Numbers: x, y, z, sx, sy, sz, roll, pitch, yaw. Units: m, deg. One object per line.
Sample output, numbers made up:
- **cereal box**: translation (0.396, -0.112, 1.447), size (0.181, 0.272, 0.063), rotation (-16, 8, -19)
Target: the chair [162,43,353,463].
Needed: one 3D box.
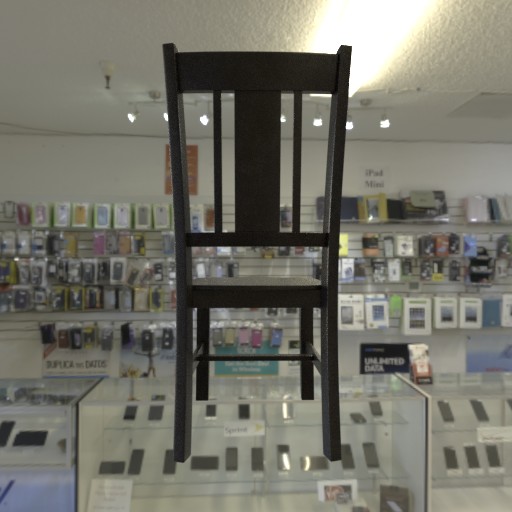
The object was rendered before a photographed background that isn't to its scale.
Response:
- **chair**: translation (0.000, 0.000, 1.297), size (0.450, 0.998, 0.555), rotation (0, 0, -1)
